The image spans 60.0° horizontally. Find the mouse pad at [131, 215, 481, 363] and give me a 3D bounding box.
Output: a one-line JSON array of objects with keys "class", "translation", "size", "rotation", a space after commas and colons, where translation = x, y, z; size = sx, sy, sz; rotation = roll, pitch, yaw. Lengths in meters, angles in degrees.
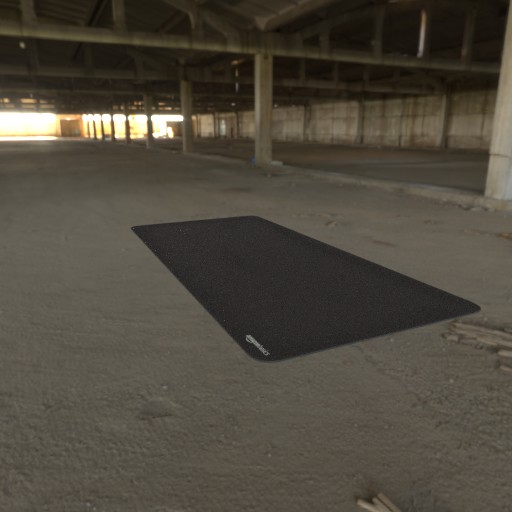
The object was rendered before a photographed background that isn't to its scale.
[{"class": "mouse pad", "translation": [0.000, 0.000, 1.038], "size": [0.424, 0.003, 0.907], "rotation": [-8, 18, -24]}]
